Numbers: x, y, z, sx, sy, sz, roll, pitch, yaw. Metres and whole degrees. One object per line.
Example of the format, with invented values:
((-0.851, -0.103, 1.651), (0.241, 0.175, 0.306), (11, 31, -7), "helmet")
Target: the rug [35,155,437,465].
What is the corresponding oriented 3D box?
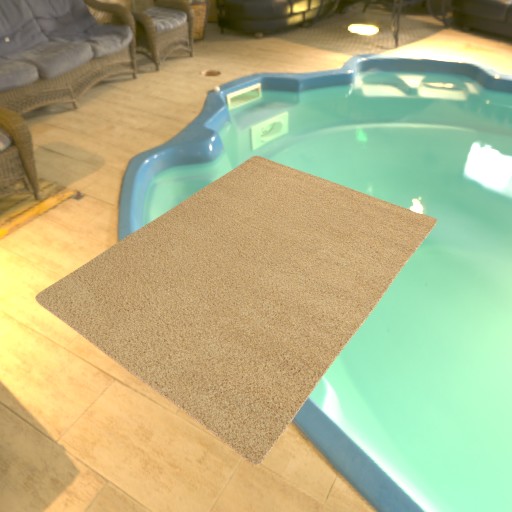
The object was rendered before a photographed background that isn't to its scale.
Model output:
((0.000, 0.000, 2.117), (1.199, 0.025, 1.600), (26, 47, 27), "rug")
